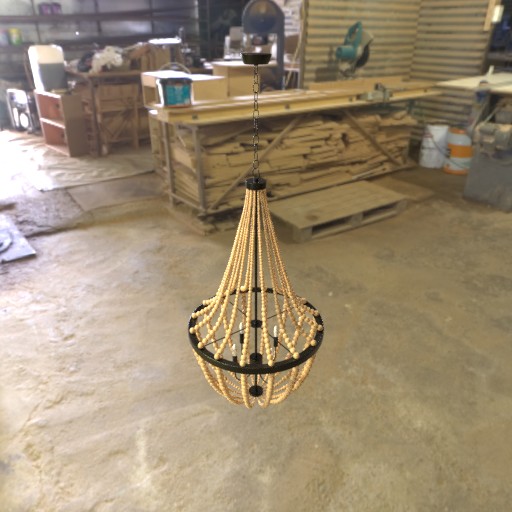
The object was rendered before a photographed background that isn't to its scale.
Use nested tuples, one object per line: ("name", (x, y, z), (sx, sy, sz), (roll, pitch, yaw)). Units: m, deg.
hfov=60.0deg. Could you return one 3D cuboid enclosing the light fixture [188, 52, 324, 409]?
("light fixture", (0.000, 0.000, 1.361), (0.450, 1.133, 0.450), (0, 28, 0))
